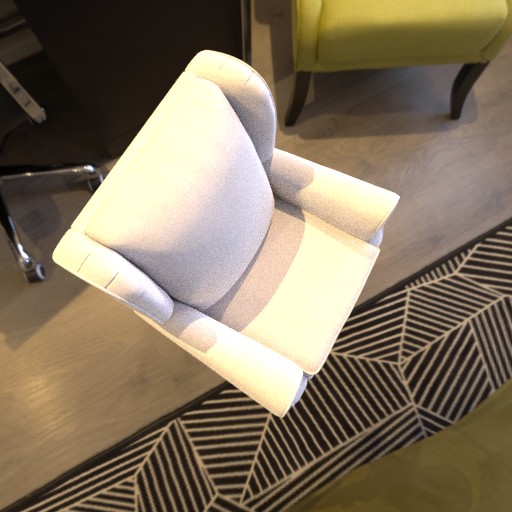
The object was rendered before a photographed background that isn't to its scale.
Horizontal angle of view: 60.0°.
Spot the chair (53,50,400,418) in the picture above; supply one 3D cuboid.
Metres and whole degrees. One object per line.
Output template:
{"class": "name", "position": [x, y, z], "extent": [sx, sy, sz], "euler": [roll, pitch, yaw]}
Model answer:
{"class": "chair", "position": [0.000, 0.000, 1.662], "extent": [0.854, 0.967, 0.906], "euler": [29, 76, 8]}
